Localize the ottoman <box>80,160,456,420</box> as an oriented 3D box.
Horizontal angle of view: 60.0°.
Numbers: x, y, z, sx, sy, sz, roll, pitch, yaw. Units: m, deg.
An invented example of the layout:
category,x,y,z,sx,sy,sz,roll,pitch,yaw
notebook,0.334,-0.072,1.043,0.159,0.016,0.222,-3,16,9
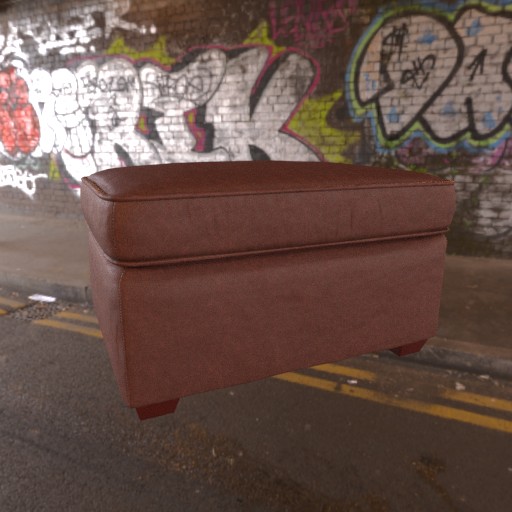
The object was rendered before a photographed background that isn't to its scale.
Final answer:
category,x,y,z,sx,sy,sz,roll,pitch,yaw
ottoman,0.000,0.000,1.070,0.749,0.449,0.548,-6,15,-24
